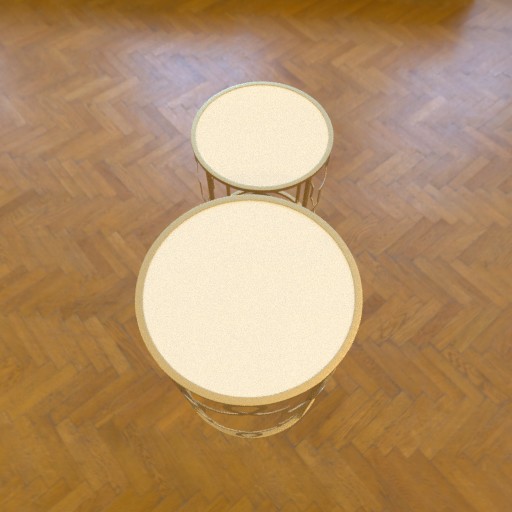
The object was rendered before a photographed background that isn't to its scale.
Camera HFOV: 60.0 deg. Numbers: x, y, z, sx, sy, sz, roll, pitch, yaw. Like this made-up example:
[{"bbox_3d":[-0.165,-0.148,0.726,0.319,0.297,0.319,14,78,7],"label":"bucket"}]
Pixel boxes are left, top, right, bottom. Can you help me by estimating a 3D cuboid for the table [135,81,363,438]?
[{"bbox_3d":[0.000,0.000,1.171,0.420,0.564,0.846,3,63,2],"label":"table"}]
